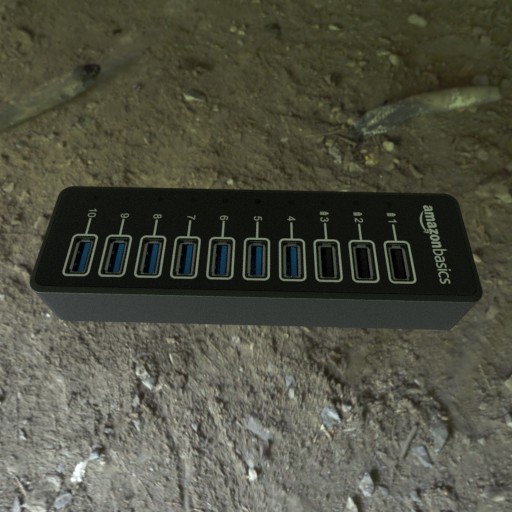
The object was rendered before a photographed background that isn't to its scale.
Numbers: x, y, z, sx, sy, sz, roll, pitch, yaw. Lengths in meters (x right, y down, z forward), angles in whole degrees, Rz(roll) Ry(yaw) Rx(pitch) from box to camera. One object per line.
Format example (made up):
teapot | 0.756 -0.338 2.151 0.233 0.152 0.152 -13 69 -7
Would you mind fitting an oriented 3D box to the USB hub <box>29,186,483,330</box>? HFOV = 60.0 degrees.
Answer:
USB hub | 0.000 0.000 0.160 0.145 0.023 0.044 1 58 1
